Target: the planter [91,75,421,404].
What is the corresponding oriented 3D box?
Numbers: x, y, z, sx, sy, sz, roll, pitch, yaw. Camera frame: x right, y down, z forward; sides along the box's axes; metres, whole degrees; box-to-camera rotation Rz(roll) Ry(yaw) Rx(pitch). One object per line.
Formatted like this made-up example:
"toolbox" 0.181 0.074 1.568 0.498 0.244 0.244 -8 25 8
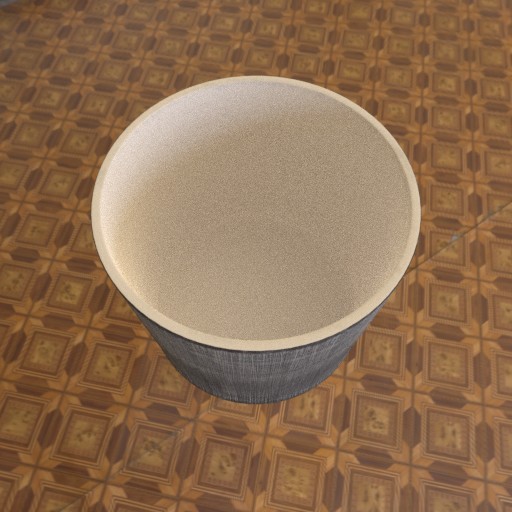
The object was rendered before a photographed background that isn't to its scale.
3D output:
"planter" 0.000 0.000 0.311 0.178 0.157 0.178 0 63 0
